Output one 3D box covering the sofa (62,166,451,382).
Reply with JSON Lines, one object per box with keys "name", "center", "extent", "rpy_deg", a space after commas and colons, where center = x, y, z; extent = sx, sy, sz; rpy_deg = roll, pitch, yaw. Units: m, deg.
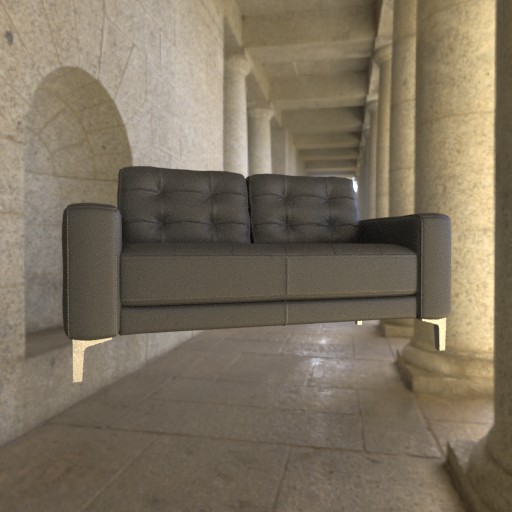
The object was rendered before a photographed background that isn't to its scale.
{"name": "sofa", "center": [0.000, 0.000, 2.218], "extent": [1.726, 0.892, 0.833], "rpy_deg": [0, 1, -18]}
